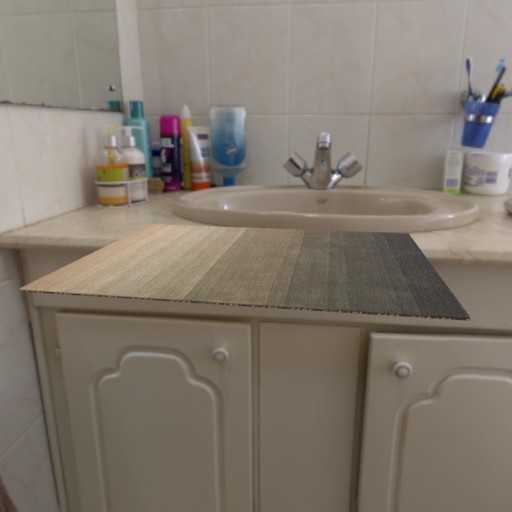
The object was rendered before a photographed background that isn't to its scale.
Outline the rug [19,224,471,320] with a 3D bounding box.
[{"bbox_3d":[0.000,0.000,3.857,2.902,0.017,2.305,3,16,9],"label":"rug"}]
